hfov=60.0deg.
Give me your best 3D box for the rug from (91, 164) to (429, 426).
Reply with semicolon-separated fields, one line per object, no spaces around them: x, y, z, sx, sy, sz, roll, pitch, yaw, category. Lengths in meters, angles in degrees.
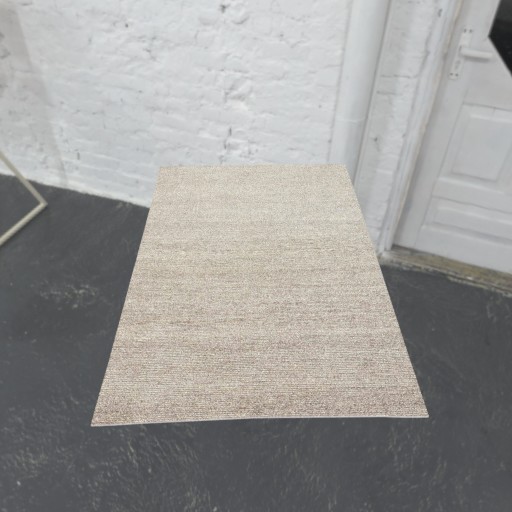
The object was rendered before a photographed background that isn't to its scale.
0.000;0.000;2.961;1.609;0.030;2.342;-1;42;-1;rug
